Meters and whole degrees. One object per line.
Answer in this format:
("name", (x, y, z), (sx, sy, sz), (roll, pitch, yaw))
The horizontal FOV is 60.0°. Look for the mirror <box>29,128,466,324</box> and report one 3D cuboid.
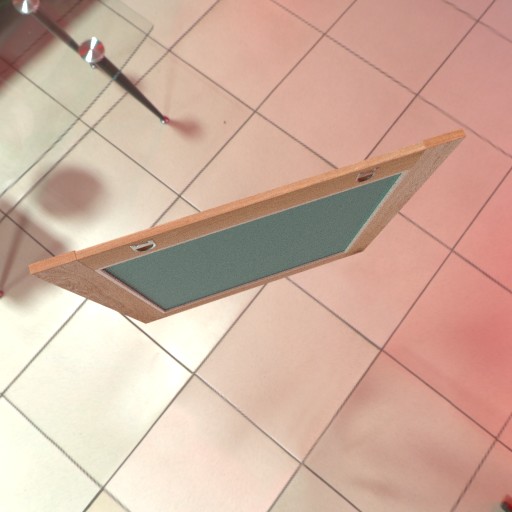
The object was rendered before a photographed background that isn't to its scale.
("mirror", (0.000, 0.000, 1.161), (0.800, 0.800, 0.020), (-18, 76, -5))
